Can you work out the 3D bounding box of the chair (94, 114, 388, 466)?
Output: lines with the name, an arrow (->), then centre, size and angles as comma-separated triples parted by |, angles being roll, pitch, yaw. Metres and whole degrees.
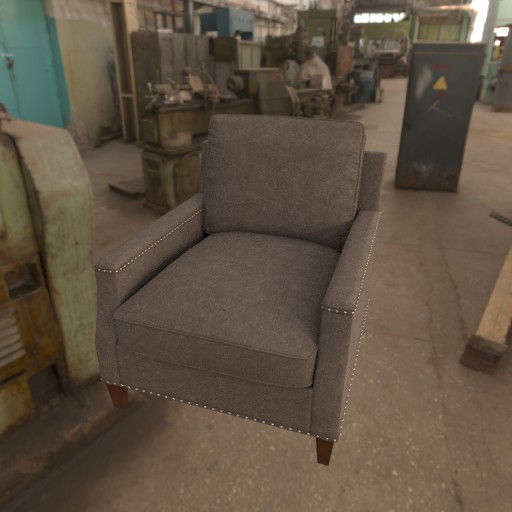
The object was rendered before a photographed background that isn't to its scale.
chair -> 0.000, 0.000, 1.715 | 0.853, 0.948, 1.014 | 8, 26, 17
